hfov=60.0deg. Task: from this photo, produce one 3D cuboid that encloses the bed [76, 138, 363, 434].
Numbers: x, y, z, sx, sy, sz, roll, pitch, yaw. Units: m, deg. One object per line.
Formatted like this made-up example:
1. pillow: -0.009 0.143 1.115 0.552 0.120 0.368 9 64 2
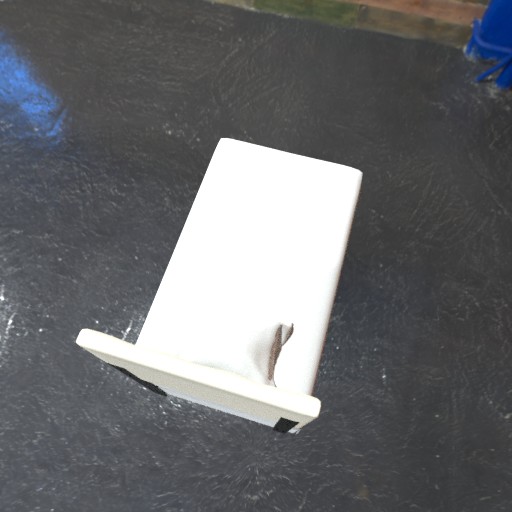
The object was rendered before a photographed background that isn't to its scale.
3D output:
1. bed: 0.000 0.000 3.029 1.261 1.571 1.997 15 67 7
